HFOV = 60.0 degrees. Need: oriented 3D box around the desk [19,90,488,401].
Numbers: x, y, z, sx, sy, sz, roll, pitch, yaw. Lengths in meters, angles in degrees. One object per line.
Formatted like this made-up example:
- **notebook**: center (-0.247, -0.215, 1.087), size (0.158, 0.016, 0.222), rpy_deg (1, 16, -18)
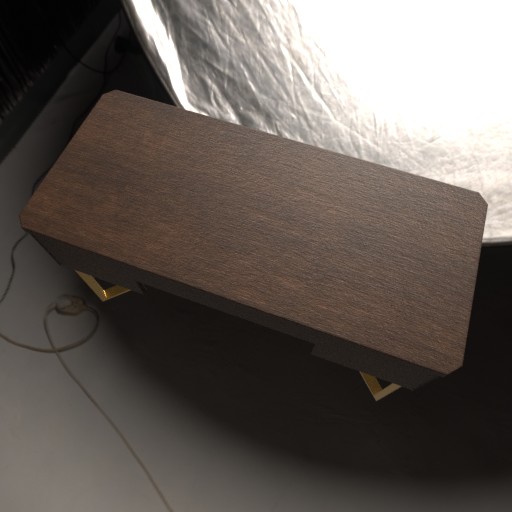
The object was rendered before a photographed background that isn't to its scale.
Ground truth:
- **desk**: center (0.000, 0.000, 1.848), size (1.479, 0.762, 0.684), rpy_deg (18, 65, 9)
